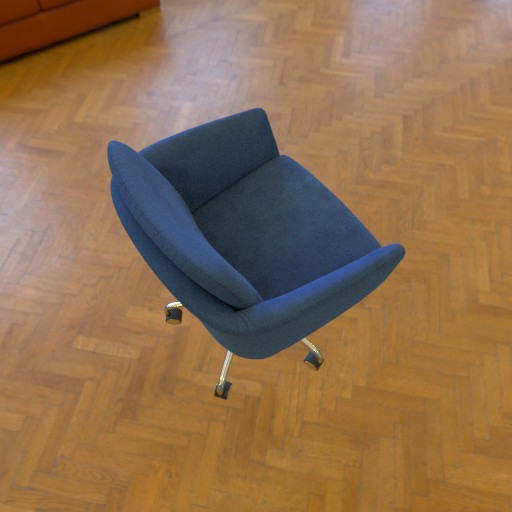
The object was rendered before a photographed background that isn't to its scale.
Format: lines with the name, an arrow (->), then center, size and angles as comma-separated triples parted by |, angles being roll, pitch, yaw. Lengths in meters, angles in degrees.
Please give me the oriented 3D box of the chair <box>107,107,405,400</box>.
chair -> 0.000, 0.000, 1.350 | 0.635, 0.908, 0.641 | -32, 64, -18
